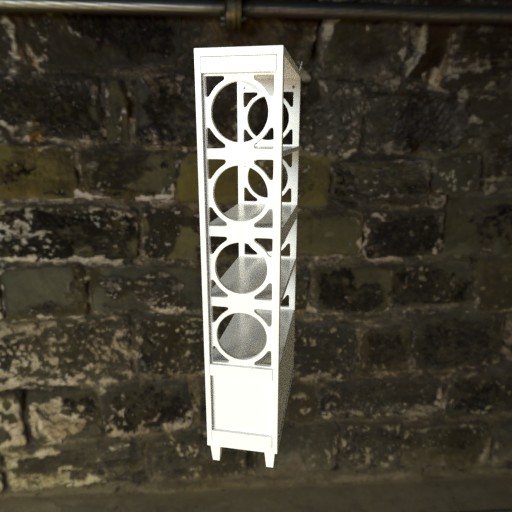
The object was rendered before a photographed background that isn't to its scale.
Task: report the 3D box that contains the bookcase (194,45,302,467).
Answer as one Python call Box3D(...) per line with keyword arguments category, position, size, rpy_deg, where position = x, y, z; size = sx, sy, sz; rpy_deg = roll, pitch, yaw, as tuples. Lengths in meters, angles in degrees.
Box3D(category="bookcase", position=(0.000, 0.000, 2.211), size=(0.361, 1.869, 0.761), rpy_deg=(3, 16, 10))
